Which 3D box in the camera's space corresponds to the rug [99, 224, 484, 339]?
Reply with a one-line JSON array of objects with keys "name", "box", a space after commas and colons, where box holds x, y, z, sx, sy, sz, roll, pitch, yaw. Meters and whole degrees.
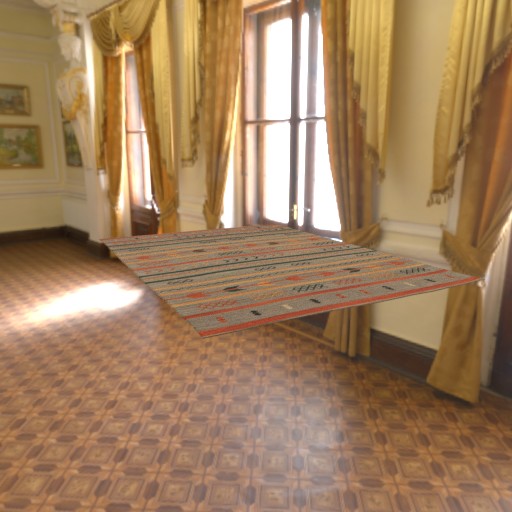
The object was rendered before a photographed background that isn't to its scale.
[{"name": "rug", "box": [0.000, 0.000, 4.080, 2.263, 0.022, 3.029, -7, 15, -28]}]
